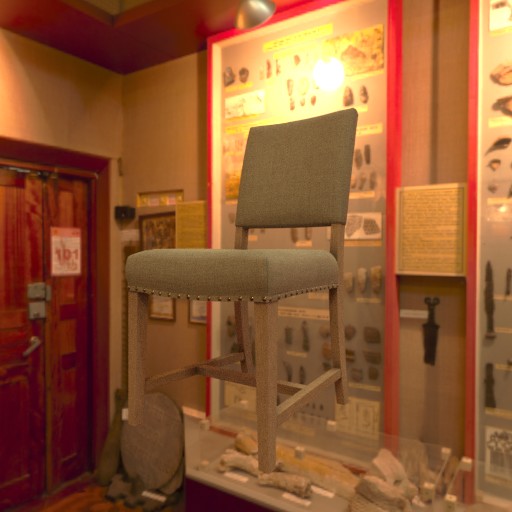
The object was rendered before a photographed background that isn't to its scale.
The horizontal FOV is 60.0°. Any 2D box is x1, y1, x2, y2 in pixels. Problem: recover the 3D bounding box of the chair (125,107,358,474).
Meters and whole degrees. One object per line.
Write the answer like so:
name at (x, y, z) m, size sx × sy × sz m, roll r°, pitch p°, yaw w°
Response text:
chair at (0.000, 0.000, 1.395) m, size 0.508 × 0.986 × 0.622 m, roll 1°, pitch 2°, yaw 35°
